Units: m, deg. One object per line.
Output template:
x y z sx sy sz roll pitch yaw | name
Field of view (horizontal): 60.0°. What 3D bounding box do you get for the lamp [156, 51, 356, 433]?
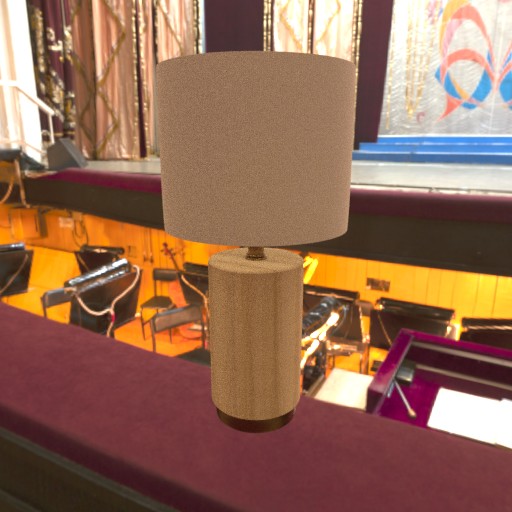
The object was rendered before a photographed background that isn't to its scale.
0.000 0.000 0.568 0.228 0.444 0.228 7 16 26 | lamp
